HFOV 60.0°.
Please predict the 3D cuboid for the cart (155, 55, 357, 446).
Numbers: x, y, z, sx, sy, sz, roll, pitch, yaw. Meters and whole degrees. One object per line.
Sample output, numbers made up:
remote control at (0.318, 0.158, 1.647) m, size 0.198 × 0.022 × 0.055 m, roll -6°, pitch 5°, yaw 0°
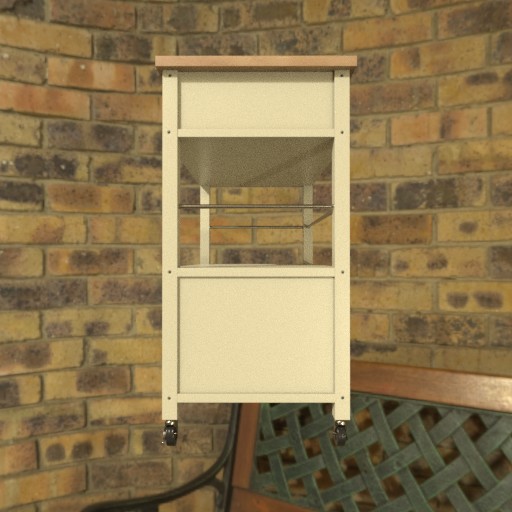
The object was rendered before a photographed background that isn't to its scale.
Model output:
cart at (0.000, 0.000, 1.419) m, size 0.459 × 0.901 × 0.840 m, roll 0°, pitch 0°, yaw 0°
